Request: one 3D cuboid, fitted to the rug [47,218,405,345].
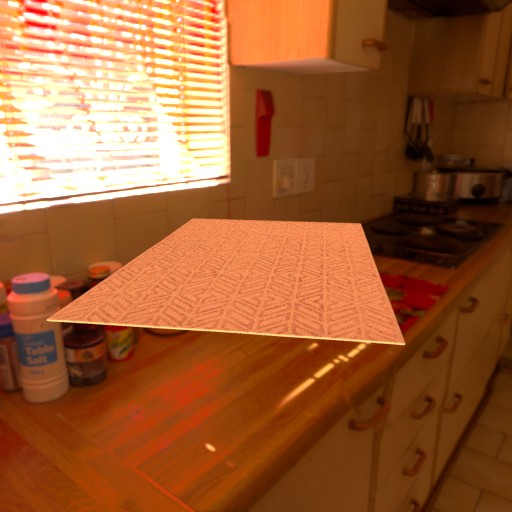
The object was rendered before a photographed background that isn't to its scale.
[{"bbox_3d":[0.000,0.000,2.342,1.220,0.007,1.828,2,16,8],"label":"rug"}]
